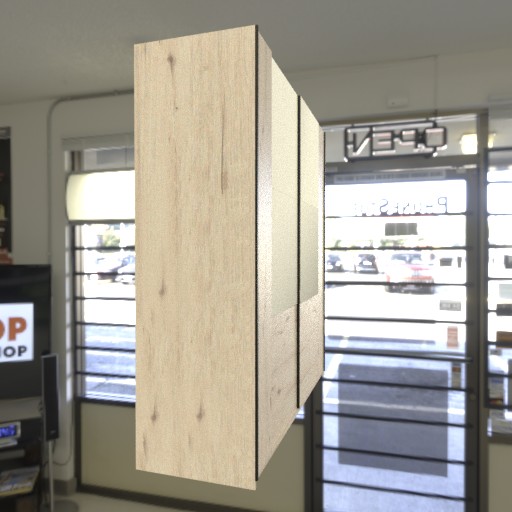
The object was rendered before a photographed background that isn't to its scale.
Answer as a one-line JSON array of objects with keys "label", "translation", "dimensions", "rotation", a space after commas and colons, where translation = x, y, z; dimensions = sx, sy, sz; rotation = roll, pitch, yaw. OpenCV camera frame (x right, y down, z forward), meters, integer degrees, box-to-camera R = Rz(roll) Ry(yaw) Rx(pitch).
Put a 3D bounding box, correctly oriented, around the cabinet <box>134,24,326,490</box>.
[{"label": "cabinet", "translation": [0.000, 0.000, 3.125], "dimensions": [0.660, 2.180, 2.000], "rotation": [0, 1, 18]}]
